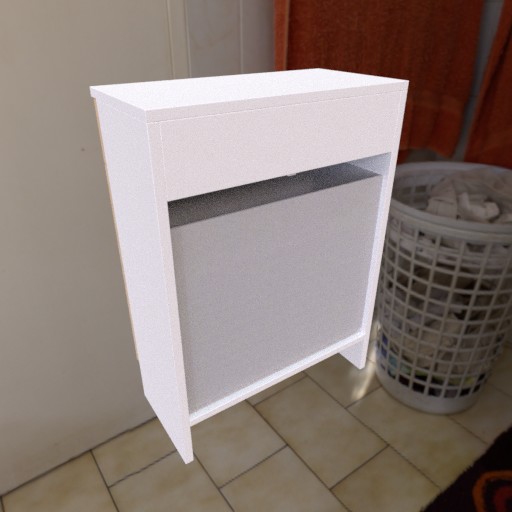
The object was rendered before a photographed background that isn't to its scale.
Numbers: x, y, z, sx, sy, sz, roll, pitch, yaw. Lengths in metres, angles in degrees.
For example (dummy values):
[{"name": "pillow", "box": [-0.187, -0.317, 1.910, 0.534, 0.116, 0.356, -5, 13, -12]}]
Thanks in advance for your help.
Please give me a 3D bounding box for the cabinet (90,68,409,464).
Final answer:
[{"name": "cabinet", "box": [0.000, 0.000, 1.113, 0.600, 0.815, 0.296, -18, 33, -29]}]
